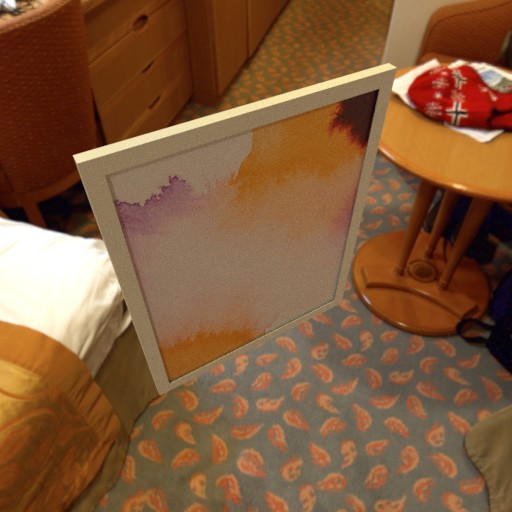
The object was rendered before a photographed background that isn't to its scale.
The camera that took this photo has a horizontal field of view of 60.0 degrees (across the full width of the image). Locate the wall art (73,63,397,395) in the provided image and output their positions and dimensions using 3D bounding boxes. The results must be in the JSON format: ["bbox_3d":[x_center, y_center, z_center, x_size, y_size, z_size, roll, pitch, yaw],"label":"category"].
[{"bbox_3d":[0.000,0.000,1.110,0.661,0.811,0.026,-23,52,-20],"label":"wall art"}]
